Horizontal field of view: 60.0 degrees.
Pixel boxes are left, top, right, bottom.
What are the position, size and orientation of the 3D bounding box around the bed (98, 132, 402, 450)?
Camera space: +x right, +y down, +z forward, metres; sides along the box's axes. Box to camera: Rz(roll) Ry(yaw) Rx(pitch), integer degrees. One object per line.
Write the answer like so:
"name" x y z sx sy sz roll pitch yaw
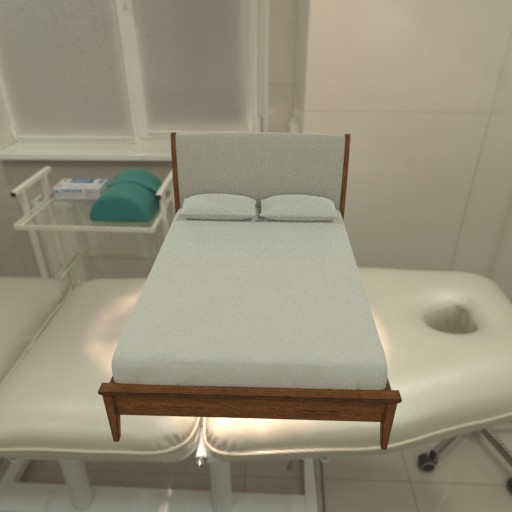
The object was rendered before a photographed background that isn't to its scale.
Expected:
"bed" 0.000 0.000 3.000 1.502 1.135 2.108 1 30 2
